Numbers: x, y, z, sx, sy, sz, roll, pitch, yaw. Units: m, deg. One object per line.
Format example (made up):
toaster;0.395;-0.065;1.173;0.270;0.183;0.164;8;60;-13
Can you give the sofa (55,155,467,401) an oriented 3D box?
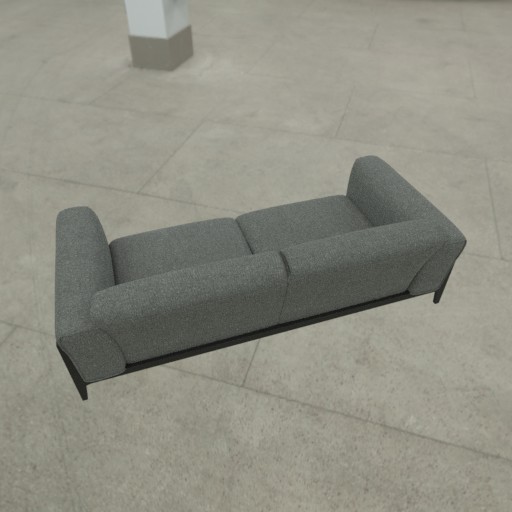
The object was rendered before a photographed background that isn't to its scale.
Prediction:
sofa;0.000;0.000;2.563;2.125;0.703;0.985;-12;43;-14
